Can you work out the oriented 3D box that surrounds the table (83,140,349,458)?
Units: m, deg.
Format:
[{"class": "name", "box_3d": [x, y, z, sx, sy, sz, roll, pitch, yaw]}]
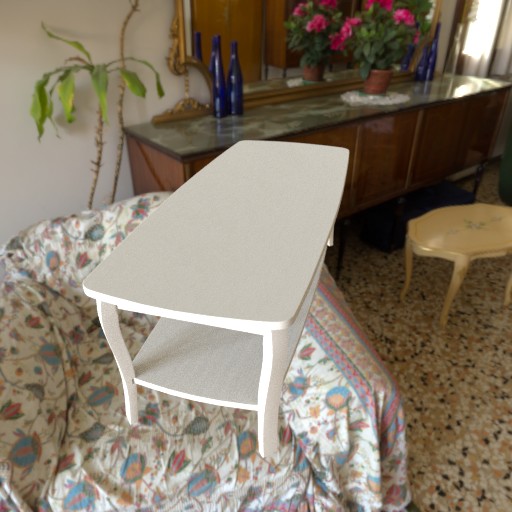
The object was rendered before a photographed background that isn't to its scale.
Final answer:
[{"class": "table", "box_3d": [0.000, 0.000, 1.625, 0.561, 0.474, 1.334, 8, 31, 13]}]
